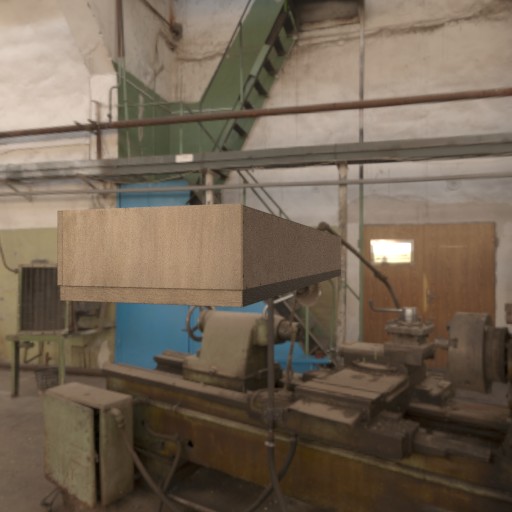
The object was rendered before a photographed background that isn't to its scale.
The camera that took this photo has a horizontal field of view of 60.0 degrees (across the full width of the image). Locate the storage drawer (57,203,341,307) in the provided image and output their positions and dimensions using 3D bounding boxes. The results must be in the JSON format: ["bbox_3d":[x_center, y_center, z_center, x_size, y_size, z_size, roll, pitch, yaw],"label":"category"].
[{"bbox_3d":[0.000,0.000,2.235,0.591,0.274,2.072,0,0,18],"label":"storage drawer"}]
